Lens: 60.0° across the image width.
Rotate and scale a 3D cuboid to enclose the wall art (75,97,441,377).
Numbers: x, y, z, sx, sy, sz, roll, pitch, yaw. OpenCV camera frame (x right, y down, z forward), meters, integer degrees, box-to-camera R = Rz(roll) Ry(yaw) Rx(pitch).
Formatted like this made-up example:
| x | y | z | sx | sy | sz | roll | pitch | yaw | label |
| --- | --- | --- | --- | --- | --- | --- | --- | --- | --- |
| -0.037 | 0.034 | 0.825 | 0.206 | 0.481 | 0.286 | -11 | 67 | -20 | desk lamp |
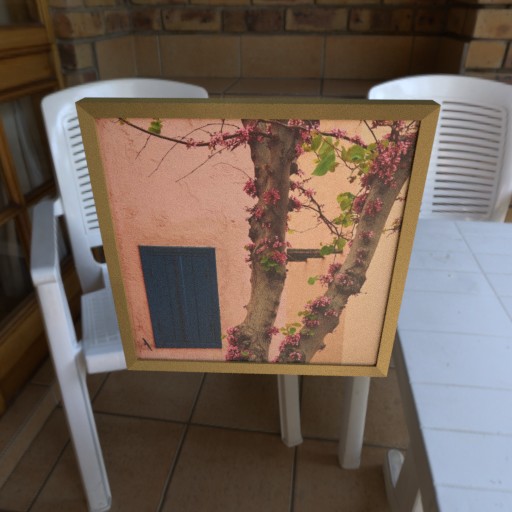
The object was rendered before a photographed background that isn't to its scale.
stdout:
| x | y | z | sx | sy | sz | roll | pitch | yaw | label |
| --- | --- | --- | --- | --- | --- | --- | --- | --- | --- |
| 0.000 | 0.000 | 0.757 | 0.507 | 0.508 | 0.038 | 1 | 30 | 2 | wall art |
